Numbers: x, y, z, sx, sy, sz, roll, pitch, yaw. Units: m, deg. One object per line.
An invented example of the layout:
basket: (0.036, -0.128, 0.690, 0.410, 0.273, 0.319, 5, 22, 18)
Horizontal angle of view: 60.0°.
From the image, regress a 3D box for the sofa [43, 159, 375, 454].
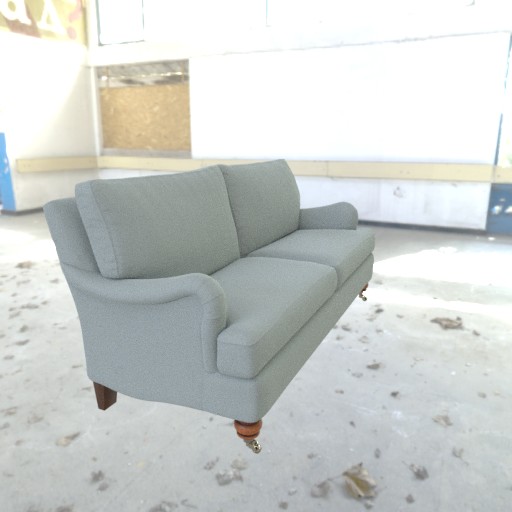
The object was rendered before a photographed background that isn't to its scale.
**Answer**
sofa: (0.000, 0.000, 2.740, 1.069, 1.096, 2.193, 8, 17, 25)
